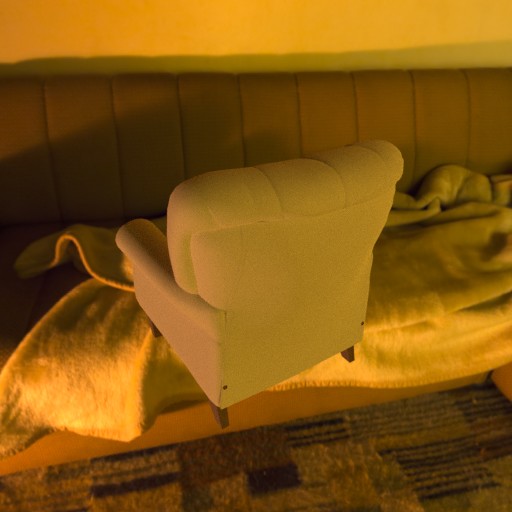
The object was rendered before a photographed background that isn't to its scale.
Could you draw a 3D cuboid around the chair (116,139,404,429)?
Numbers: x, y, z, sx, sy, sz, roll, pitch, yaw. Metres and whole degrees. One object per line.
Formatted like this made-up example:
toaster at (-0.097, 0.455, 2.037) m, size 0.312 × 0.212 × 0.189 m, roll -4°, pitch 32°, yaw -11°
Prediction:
chair at (0.000, 0.000, 2.089) m, size 1.035 × 1.169 × 1.132 m, roll -18°, pitch 34°, yaw -29°
